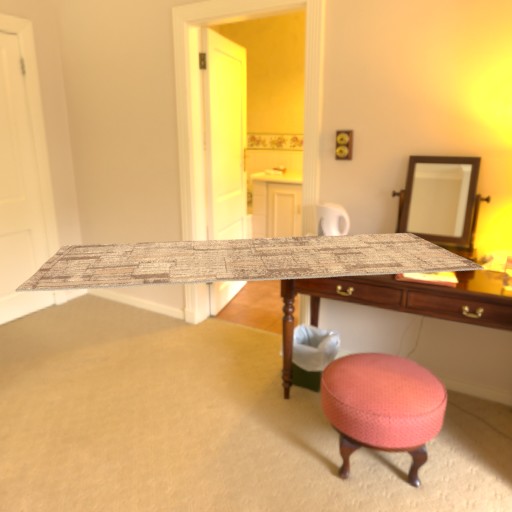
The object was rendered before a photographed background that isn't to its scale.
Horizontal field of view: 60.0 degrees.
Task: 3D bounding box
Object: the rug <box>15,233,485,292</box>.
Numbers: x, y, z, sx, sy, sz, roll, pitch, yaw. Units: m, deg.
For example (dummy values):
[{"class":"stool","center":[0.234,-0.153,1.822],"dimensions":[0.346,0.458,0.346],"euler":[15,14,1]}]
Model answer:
[{"class":"rug","center":[0.000,0.000,2.622],"dimensions":[2.383,0.018,0.857],"euler":[-2,16,-8]}]
